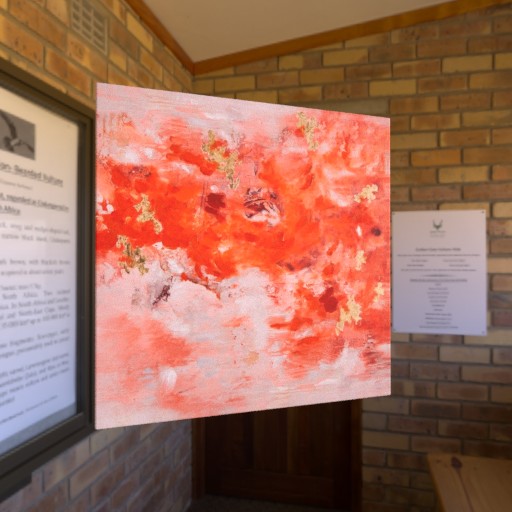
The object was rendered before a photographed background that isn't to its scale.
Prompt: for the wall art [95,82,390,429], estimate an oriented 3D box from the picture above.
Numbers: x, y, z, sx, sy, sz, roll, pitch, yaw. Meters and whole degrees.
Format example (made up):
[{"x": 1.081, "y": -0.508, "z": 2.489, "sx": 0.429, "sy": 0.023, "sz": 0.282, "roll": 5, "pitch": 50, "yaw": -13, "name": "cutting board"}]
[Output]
[{"x": 0.000, "y": 0.000, "z": 1.289, "sx": 0.878, "sy": 0.878, "sz": 0.066, "roll": 0, "pitch": 0, "yaw": -19, "name": "wall art"}]
